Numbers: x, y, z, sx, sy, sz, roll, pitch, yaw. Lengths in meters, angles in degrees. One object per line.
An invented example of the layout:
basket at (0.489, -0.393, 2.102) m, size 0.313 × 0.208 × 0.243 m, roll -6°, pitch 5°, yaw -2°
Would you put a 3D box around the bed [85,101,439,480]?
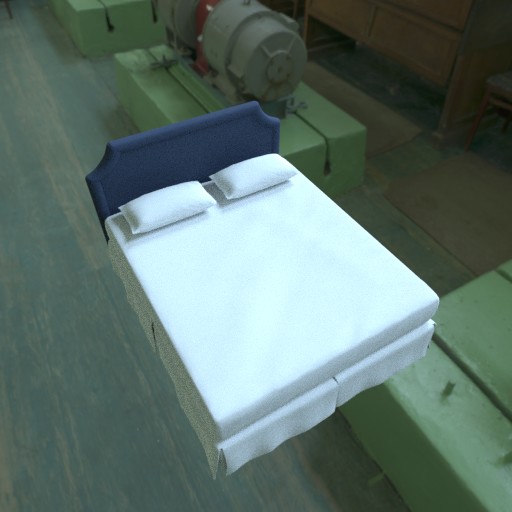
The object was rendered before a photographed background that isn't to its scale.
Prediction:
bed at (0.000, 0.000, 4.159) m, size 2.350 × 1.488 × 2.773 m, roll -23°, pitch 50°, yaw -21°
